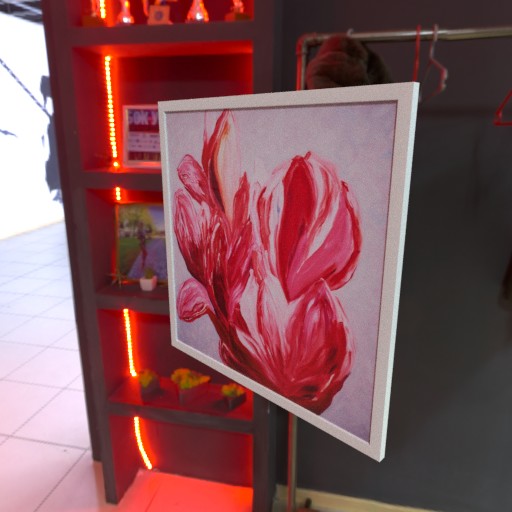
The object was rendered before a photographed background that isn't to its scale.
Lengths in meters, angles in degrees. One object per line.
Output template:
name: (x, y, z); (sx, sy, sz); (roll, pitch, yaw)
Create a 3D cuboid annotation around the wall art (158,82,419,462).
wall art: (0.000, 0.000, 1.171); (0.805, 0.803, 0.022); (15, 22, 43)
